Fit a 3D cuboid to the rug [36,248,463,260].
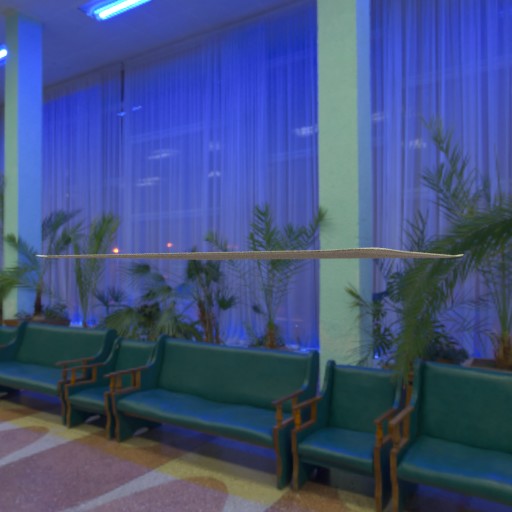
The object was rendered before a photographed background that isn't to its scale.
[{"bbox_3d":[0.000,0.000,3.797,2.897,0.035,2.277,-1,-1,34],"label":"rug"}]
